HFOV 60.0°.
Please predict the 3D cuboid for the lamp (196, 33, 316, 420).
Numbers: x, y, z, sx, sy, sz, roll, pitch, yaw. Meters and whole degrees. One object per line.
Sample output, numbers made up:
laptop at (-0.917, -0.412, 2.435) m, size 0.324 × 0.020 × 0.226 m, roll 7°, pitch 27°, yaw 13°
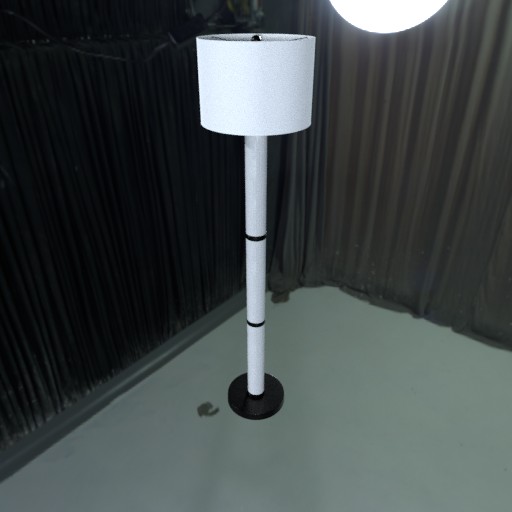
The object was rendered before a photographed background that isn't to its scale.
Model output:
lamp at (0.000, 0.000, 1.789) m, size 0.377 × 1.599 × 0.377 m, roll 20°, pitch 35°, yaw 31°
